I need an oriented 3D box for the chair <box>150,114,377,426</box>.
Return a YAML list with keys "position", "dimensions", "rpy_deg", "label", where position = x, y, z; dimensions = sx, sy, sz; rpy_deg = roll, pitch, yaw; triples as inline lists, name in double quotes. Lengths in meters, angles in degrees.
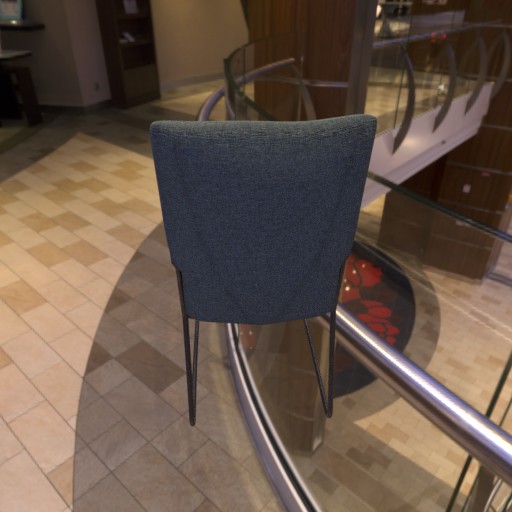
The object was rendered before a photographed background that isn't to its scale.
- position: [0.000, 0.000, 1.303]
  dimensions: [0.480, 0.931, 0.635]
  rpy_deg: [-2, 31, -4]
  label: "chair"
